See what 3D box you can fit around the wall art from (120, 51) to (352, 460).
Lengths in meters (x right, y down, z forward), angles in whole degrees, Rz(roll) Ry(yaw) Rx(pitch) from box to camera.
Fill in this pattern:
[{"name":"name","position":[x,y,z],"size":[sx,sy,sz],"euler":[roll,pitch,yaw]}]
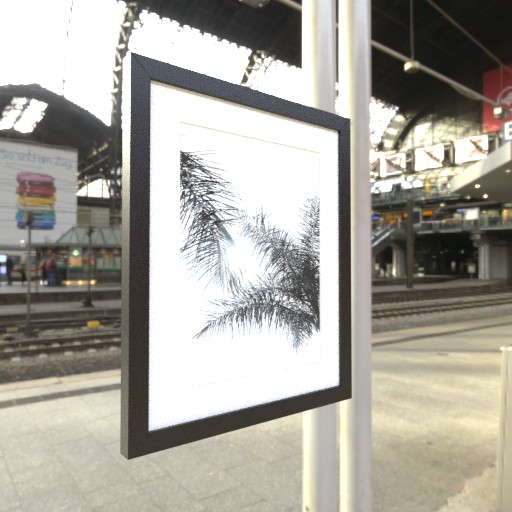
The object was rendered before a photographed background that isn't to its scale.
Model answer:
[{"name":"wall art","position":[0.000,0.000,0.754],"size":[0.457,0.557,0.028],"euler":[1,-2,-38]}]
